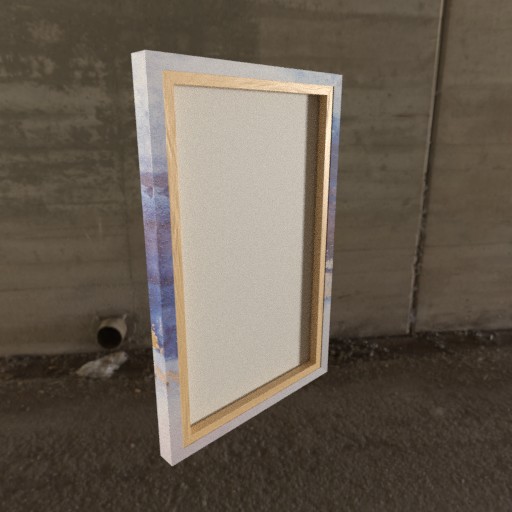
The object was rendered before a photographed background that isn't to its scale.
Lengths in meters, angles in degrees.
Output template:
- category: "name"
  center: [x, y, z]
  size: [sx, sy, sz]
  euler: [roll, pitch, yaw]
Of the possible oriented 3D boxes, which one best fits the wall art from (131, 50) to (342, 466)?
- category: "wall art"
  center: [0.000, 0.000, 1.102]
  size: [0.583, 0.874, 0.048]
  euler: [-15, 22, -42]
